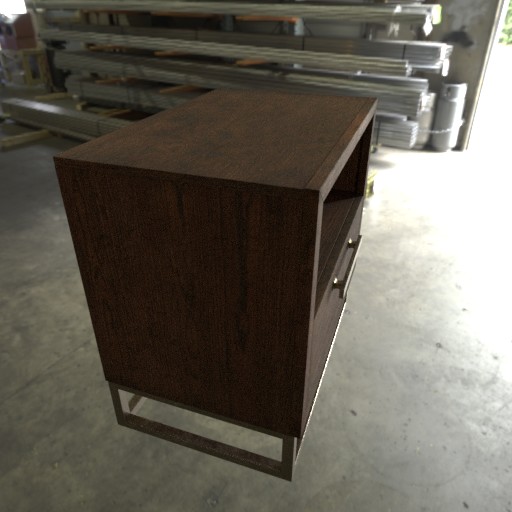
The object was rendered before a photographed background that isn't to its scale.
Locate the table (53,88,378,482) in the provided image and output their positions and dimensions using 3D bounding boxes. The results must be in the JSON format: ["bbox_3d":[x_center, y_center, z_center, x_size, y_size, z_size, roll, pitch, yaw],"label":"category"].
[{"bbox_3d":[0.000,0.000,1.242,0.542,0.746,0.767,10,32,17],"label":"table"}]
